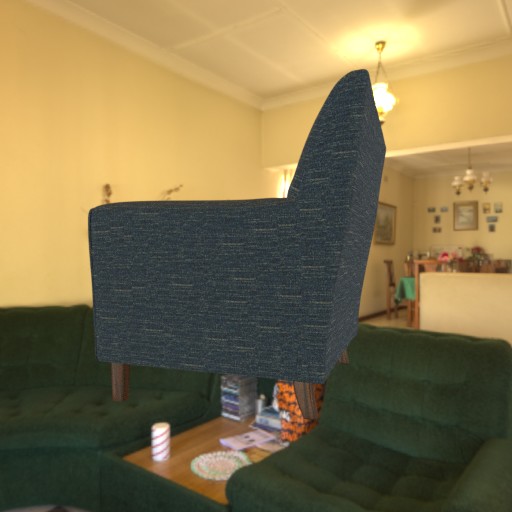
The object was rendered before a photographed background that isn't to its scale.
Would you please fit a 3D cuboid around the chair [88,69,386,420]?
[{"bbox_3d":[0.000,0.000,1.619,0.873,0.928,0.864,0,0,19],"label":"chair"}]
